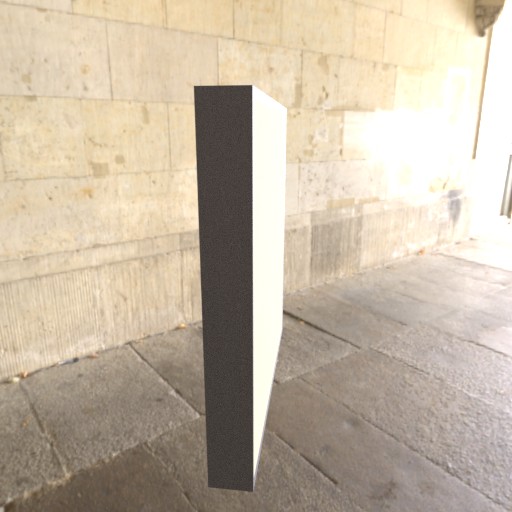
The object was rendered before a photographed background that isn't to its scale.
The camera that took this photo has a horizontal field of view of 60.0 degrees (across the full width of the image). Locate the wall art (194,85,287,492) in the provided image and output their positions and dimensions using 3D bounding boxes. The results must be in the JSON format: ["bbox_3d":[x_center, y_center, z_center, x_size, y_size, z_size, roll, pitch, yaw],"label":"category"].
[{"bbox_3d":[0.000,0.000,0.454,0.036,0.300,0.302,2,16,7],"label":"wall art"}]
